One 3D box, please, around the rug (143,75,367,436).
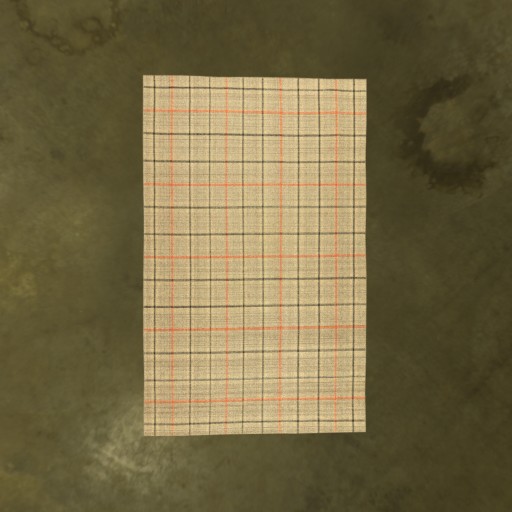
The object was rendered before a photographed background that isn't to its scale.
[{"bbox_3d":[0.000,0.000,3.029,1.524,0.015,2.439,0,90,-3],"label":"rug"}]
